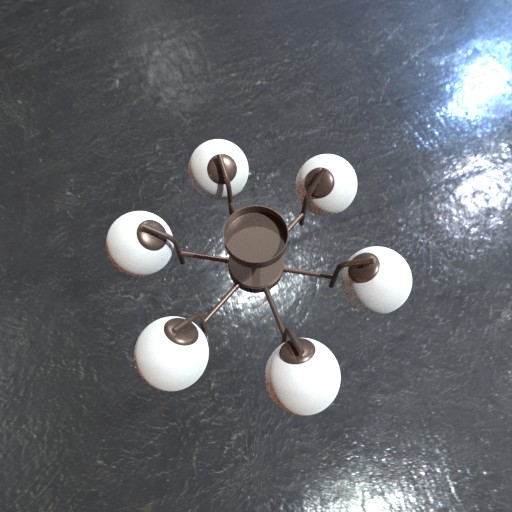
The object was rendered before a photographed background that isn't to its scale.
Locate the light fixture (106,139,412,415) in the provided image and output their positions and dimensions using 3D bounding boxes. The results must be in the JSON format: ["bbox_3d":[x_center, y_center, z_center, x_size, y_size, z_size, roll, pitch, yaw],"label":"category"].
[{"bbox_3d":[0.000,0.000,0.935,0.662,0.201,0.662,0,64,0],"label":"light fixture"}]
